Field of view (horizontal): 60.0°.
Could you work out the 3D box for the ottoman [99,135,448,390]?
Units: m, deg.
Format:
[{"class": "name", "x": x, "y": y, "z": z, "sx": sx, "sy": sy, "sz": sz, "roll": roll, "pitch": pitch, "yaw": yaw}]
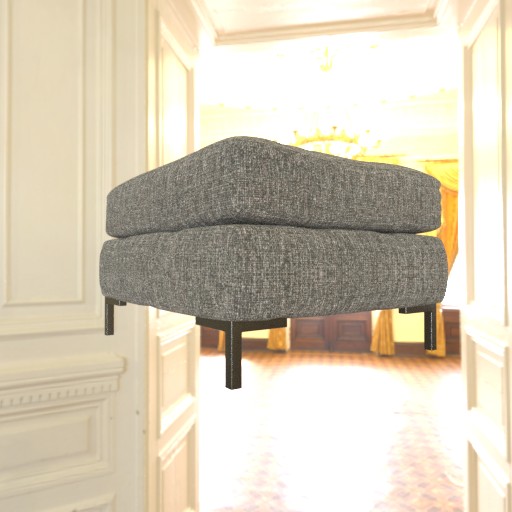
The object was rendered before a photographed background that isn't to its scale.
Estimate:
[{"class": "ottoman", "x": 0.000, "y": 0.000, "z": 1.246, "sx": 0.683, "sy": 0.480, "sz": 0.828, "roll": 1, "pitch": -1, "yaw": -35}]
